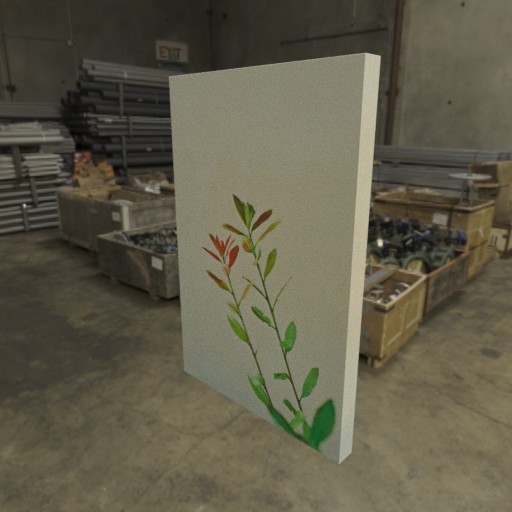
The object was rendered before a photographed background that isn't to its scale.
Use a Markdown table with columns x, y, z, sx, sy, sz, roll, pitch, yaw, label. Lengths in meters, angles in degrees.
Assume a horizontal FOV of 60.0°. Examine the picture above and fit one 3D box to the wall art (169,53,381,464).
| x | y | z | sx | sy | sz | roll | pitch | yaw | label |
| --- | --- | --- | --- | --- | --- | --- | --- | --- | --- |
| 0.000 | 0.000 | 0.778 | 0.408 | 0.611 | 0.038 | 15 | 22 | 42 | wall art |
